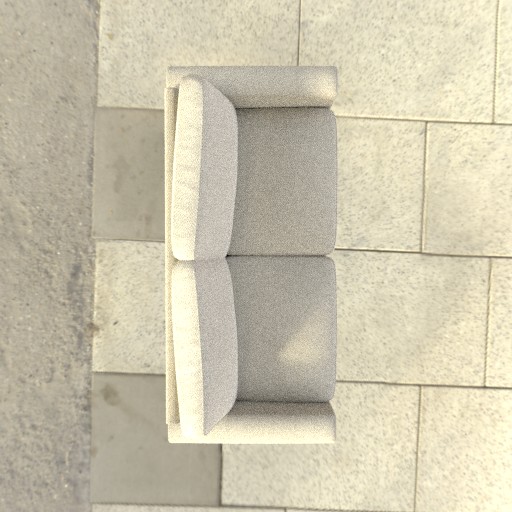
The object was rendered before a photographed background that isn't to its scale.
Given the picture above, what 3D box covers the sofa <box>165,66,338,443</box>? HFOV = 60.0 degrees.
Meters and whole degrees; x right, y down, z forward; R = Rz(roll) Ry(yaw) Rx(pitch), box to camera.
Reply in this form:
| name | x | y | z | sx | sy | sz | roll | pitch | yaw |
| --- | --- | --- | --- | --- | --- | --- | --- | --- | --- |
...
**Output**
| name | x | y | z | sx | sy | sz | roll | pitch | yaw |
| --- | --- | --- | --- | --- | --- | --- | --- | --- | --- |
| sofa | 0.000 | 0.000 | 2.669 | 1.016 | 0.873 | 2.179 | 0 | 91 | 0 |
